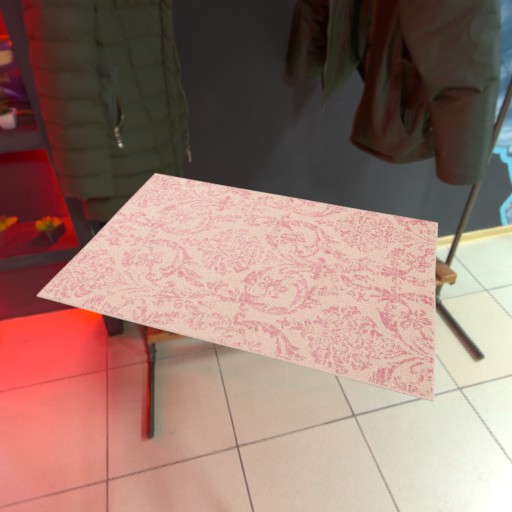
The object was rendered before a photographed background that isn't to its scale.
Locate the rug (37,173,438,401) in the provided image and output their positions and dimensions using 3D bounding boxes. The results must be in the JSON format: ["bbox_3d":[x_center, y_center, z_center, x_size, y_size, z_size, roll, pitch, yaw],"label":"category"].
[{"bbox_3d":[0.000,0.000,2.365,1.839,0.012,1.219,12,42,13],"label":"rug"}]
